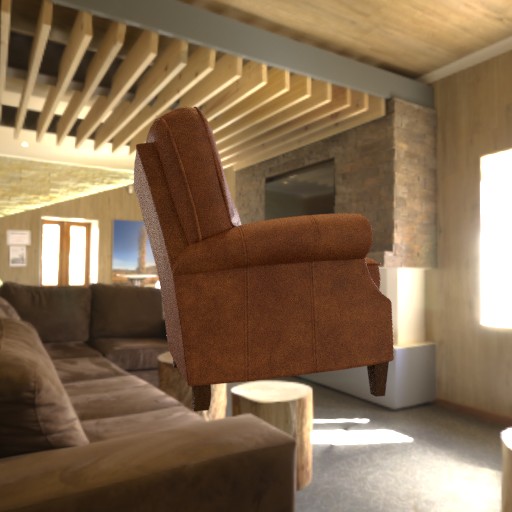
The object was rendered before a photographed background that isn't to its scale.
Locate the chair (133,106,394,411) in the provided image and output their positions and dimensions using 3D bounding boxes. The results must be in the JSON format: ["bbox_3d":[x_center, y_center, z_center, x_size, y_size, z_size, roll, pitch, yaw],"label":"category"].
[{"bbox_3d":[0.000,0.000,1.850,0.986,1.018,0.936,0,-2,-16],"label":"chair"}]
